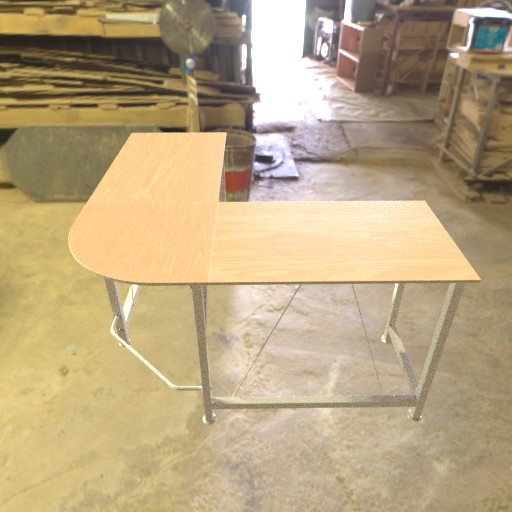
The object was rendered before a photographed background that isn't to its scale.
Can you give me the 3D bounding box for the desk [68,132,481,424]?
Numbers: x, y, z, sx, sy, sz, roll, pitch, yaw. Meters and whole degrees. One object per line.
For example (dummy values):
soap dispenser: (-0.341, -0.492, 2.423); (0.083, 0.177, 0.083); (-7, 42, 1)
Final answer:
desk: (0.000, 0.000, 2.181); (1.400, 0.762, 1.400); (0, 34, -1)
